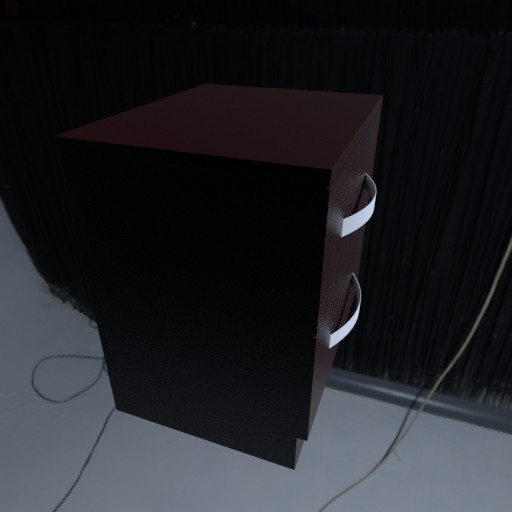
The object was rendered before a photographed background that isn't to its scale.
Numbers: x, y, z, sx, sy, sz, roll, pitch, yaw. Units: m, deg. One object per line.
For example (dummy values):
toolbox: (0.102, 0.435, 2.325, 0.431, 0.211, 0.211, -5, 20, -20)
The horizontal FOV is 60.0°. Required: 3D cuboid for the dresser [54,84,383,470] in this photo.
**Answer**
dresser: (0.000, 0.000, 0.748, 0.360, 0.470, 0.400, 11, 32, 18)
